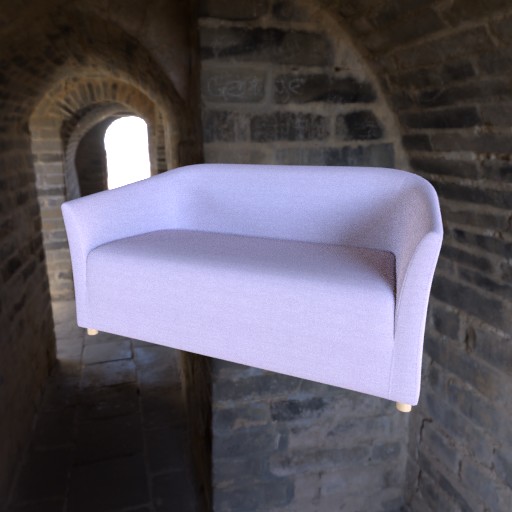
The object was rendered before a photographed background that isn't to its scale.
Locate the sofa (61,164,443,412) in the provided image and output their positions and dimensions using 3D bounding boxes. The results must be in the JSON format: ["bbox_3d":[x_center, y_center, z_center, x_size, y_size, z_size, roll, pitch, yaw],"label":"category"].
[{"bbox_3d":[0.000,0.000,1.858,1.452,0.721,0.705,7,16,25],"label":"sofa"}]
